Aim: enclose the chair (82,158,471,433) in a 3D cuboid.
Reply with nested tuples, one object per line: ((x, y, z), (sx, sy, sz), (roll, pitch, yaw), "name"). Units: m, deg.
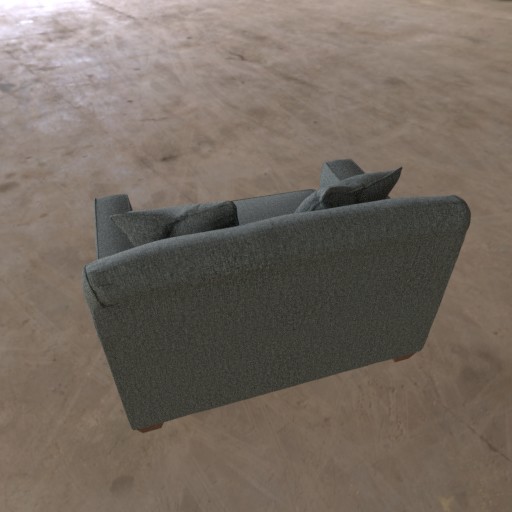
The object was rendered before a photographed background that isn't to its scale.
((0.000, 0.000, 2.068), (1.383, 0.948, 1.000), (-11, 41, -13), "chair")
